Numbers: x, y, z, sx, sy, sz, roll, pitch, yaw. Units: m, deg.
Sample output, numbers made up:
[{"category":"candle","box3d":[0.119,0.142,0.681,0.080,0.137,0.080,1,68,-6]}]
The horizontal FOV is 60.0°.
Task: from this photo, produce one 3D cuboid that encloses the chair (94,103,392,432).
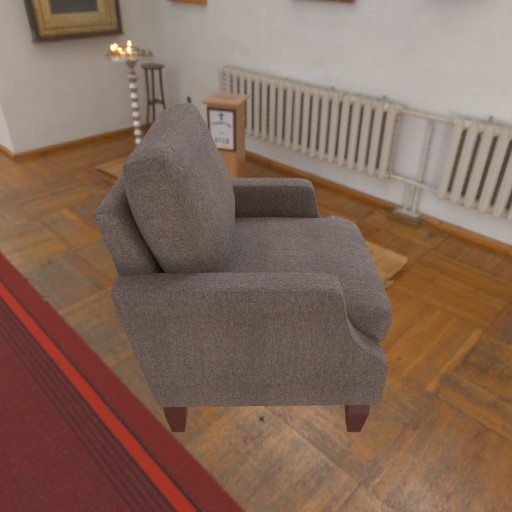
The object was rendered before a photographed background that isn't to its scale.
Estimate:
[{"category":"chair","box3d":[0.000,0.000,1.656,0.897,0.993,0.855,0,32,0]}]
